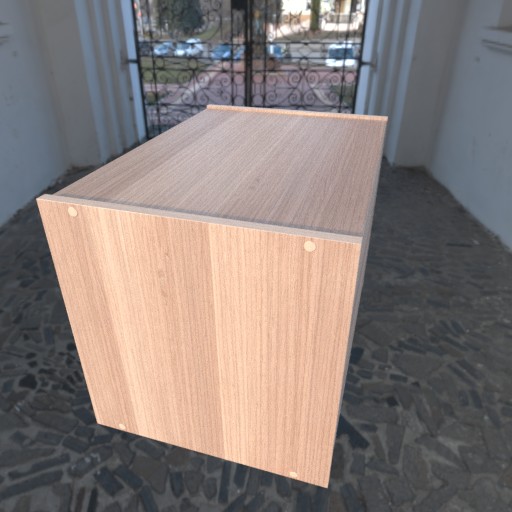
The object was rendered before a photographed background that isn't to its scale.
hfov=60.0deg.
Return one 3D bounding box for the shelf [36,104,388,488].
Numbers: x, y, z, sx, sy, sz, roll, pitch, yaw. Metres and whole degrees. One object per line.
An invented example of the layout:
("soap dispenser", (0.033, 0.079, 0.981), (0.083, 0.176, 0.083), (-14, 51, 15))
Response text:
("shelf", (0.000, 0.000, 0.613), (0.290, 0.305, 0.415), (9, 32, 15))
